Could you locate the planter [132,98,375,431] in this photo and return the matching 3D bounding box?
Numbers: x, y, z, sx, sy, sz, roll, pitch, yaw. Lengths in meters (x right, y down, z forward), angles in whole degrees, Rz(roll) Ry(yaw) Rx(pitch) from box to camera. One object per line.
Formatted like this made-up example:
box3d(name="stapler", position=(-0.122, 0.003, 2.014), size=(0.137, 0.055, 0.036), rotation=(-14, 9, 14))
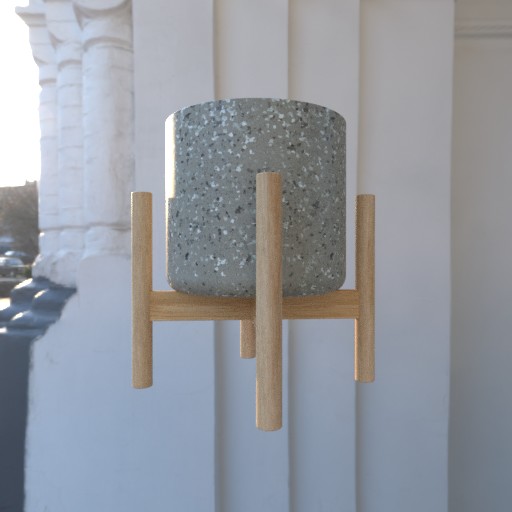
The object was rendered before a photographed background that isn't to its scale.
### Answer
box3d(name="planter", position=(0.000, 0.000, 0.558), size=(0.284, 0.320, 0.284), rotation=(0, 0, 17))
